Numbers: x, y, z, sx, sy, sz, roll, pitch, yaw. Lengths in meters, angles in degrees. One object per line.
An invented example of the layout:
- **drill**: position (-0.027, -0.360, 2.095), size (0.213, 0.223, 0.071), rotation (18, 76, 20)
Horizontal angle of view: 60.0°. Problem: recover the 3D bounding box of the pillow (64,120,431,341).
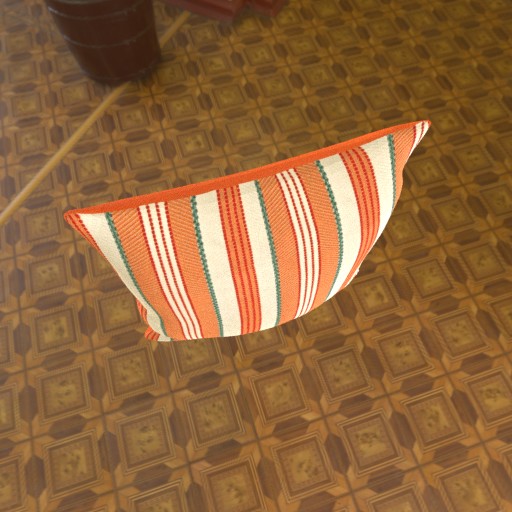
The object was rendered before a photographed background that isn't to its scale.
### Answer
- **pillow**: position (0.000, 0.000, 0.679), size (0.440, 0.441, 0.182), rotation (-17, 64, -8)
